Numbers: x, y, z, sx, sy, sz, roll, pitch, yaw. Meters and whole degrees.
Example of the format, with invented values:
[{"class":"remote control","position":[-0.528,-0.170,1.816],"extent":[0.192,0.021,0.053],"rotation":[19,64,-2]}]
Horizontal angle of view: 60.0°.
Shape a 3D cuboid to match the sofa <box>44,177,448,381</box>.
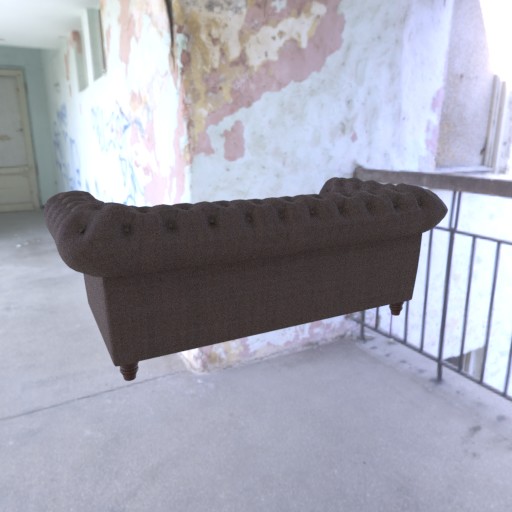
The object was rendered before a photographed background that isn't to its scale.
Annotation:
[{"class":"sofa","position":[0.000,0.000,2.462],"extent":[2.048,0.780,0.944],"rotation":[-8,17,-26]}]
